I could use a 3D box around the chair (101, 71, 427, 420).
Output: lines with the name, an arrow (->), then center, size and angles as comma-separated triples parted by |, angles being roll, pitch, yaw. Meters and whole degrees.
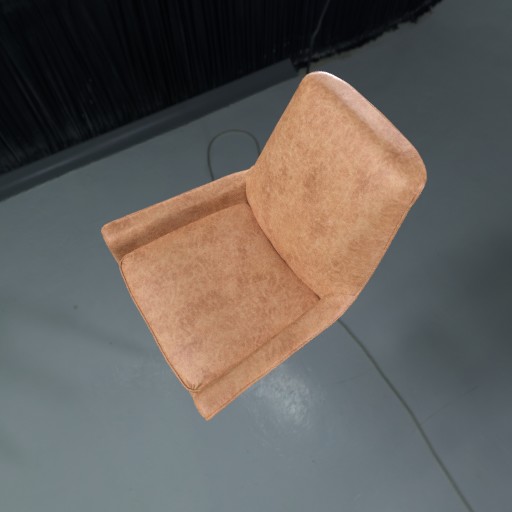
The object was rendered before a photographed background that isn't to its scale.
chair -> 0.000, 0.000, 1.512 | 0.851, 0.883, 0.753 | -30, 67, -14
